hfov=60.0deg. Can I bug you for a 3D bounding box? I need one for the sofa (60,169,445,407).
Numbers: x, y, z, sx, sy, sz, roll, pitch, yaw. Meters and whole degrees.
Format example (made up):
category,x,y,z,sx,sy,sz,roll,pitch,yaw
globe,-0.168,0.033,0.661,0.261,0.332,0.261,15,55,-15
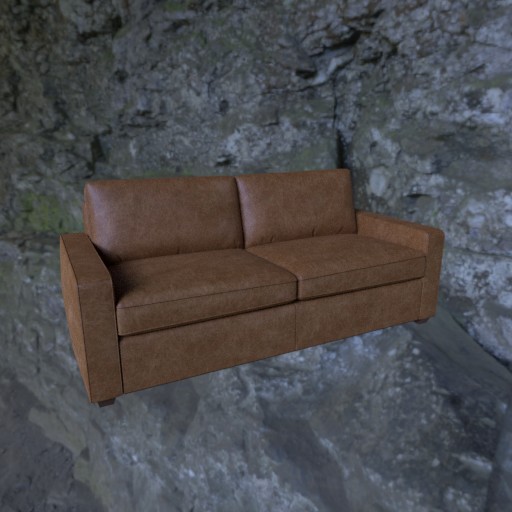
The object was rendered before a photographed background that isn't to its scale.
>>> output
category,x,y,z,sx,sy,sz,roll,pitch,yaw
sofa,0.000,0.000,2.673,2.156,0.928,0.991,-8,18,-26
